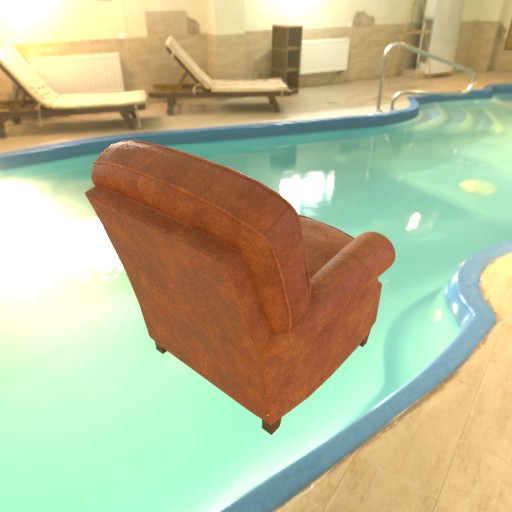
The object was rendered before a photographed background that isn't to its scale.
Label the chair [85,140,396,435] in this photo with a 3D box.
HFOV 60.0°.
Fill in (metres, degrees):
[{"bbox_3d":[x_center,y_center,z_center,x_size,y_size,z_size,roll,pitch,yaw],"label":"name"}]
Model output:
[{"bbox_3d":[0.000,0.000,1.793,0.936,1.018,0.986,25,39,34],"label":"chair"}]
